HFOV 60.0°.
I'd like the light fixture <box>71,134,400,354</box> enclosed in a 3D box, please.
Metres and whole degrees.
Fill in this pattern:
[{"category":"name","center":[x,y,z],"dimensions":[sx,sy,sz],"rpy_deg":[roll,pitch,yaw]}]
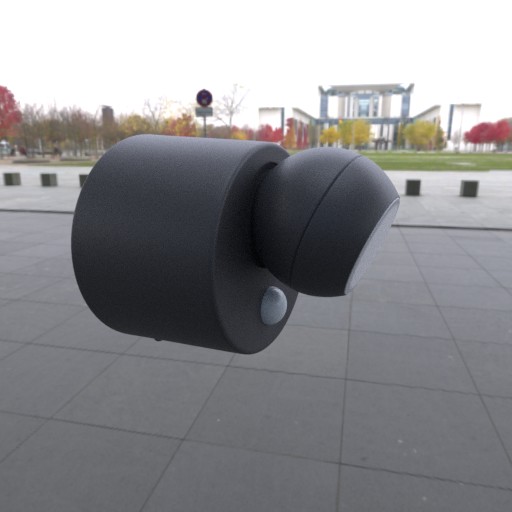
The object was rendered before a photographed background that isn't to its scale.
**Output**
[{"category":"light fixture","center":[0.000,0.000,0.266],"dimensions":[0.160,0.143,0.134],"rpy_deg":[7,16,27]}]
